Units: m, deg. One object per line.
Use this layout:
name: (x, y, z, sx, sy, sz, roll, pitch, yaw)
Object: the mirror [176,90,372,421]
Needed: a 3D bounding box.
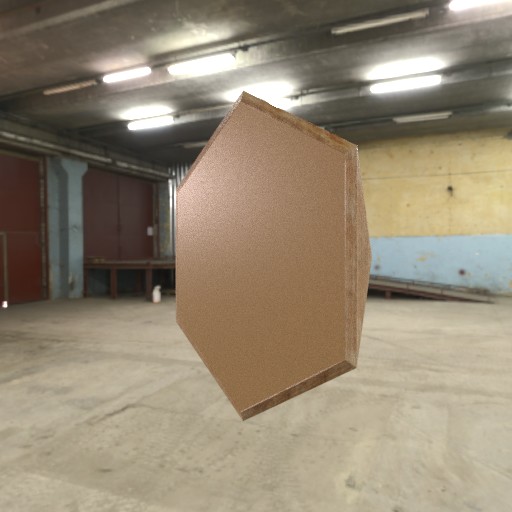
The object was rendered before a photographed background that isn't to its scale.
mirror: (0.000, 0.000, 1.067, 0.091, 0.779, 0.675, 0, 0, -38)
